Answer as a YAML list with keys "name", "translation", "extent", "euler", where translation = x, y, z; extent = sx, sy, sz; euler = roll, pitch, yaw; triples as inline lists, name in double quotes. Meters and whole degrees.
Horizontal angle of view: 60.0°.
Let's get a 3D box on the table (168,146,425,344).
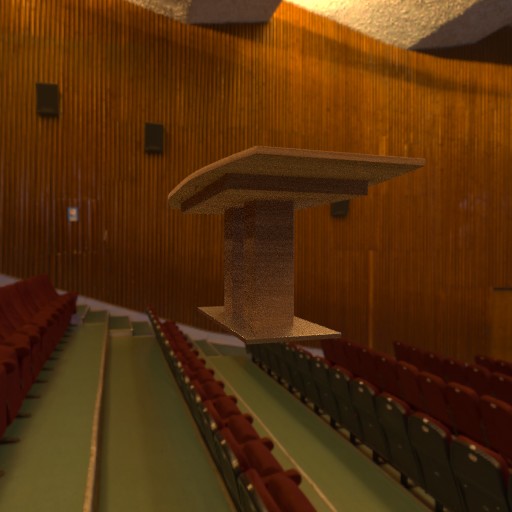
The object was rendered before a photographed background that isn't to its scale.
- name: "table"
  translation: [0.000, 0.000, 2.527]
  extent: [0.900, 0.750, 2.032]
  euler: [0, 1, -18]
